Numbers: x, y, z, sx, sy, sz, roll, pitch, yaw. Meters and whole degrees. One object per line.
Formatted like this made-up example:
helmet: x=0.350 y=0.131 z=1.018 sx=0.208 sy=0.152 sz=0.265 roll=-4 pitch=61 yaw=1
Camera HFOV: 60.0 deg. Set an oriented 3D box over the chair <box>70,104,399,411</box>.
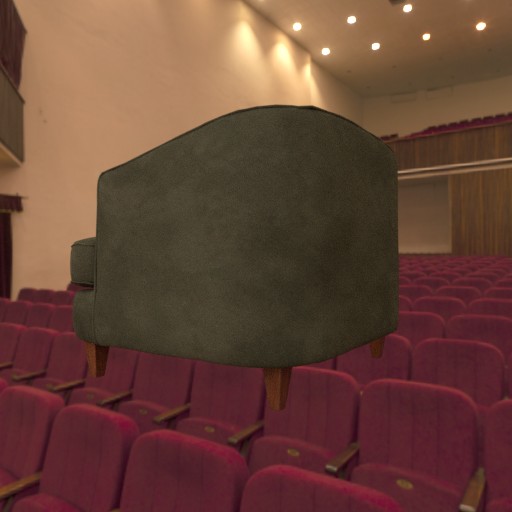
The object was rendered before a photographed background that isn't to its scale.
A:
chair: x=0.000 y=0.000 z=1.760 sx=0.941 sy=0.852 sz=1.104 roll=0 pitch=0 yaw=35
